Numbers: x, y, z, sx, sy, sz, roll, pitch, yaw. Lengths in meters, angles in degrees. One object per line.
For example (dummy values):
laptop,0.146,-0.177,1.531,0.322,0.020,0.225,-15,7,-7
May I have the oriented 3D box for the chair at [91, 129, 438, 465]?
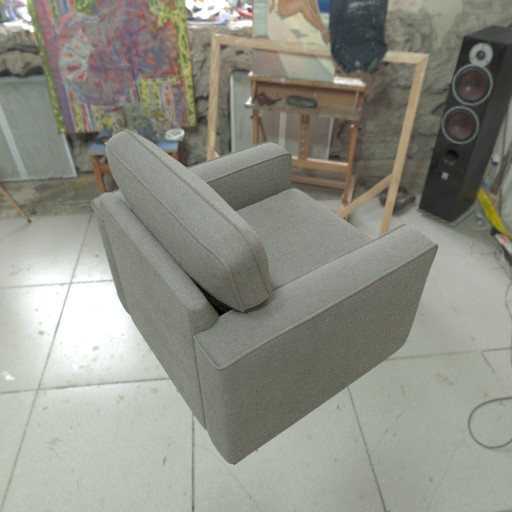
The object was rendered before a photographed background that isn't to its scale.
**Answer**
chair,0.000,0.000,1.778,0.939,0.965,1.015,-25,46,-26
